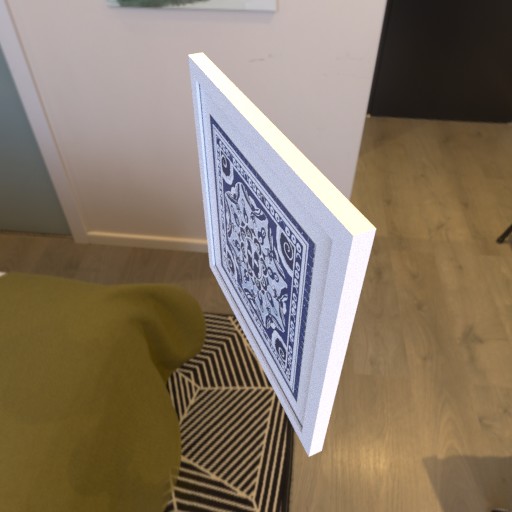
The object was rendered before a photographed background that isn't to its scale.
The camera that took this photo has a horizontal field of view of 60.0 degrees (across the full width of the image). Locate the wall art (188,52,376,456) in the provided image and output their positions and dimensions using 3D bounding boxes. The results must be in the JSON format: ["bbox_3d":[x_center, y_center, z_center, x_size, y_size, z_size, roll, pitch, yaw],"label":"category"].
[{"bbox_3d":[0.000,0.000,0.839,0.028,0.559,0.559,-17,46,-17],"label":"wall art"}]
